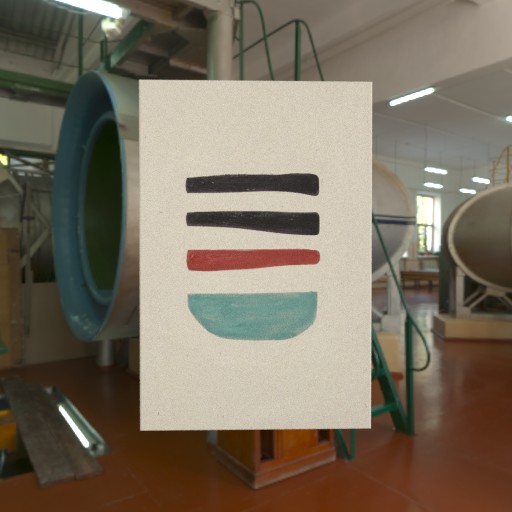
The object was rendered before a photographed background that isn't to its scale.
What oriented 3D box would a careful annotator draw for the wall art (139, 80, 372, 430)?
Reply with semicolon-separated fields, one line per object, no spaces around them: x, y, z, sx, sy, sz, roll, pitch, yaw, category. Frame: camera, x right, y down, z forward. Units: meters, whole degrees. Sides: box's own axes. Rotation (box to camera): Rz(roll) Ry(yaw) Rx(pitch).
0.000;0.000;1.173;0.607;0.912;0.038;0;1;-1;wall art
